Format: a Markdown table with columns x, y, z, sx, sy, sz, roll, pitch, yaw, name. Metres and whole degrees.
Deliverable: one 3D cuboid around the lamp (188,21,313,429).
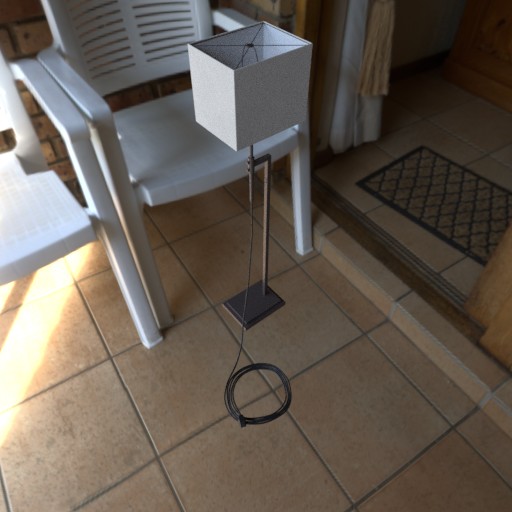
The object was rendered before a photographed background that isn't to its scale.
| x | y | z | sx | sy | sz | roll | pitch | yaw | name |
| --- | --- | --- | --- | --- | --- | --- | --- | --- | --- |
| 0.000 | 0.000 | 1.976 | 0.698 | 1.600 | 0.774 | -30 | 54 | -25 | lamp |
